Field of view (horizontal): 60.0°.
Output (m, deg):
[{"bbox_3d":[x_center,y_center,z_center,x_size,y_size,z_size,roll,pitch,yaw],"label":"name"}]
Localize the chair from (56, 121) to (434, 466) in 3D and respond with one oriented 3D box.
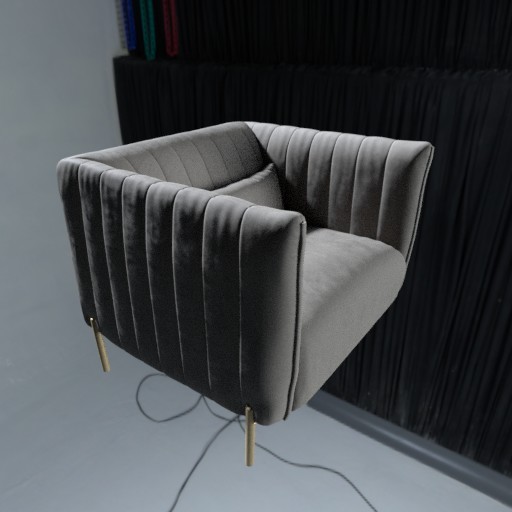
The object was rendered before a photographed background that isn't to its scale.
[{"bbox_3d":[0.000,0.000,1.587,0.873,0.779,0.981,18,31,32],"label":"chair"}]
